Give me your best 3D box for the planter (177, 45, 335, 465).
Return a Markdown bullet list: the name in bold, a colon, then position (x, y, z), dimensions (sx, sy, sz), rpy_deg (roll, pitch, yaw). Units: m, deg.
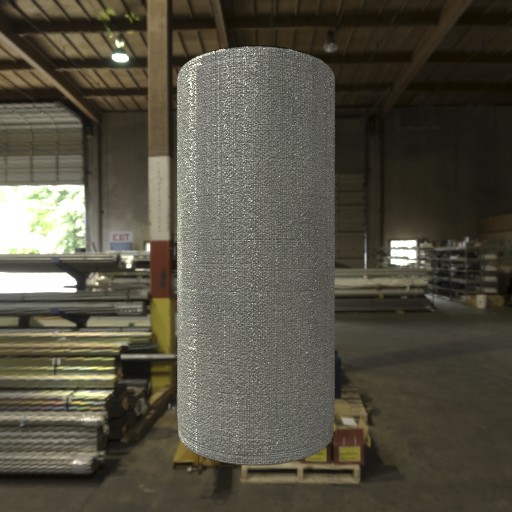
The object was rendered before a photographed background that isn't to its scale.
- **planter**: position (0.000, 0.000, 0.130), dimensions (0.045, 0.103, 0.045), rpy_deg (0, 0, 1)
